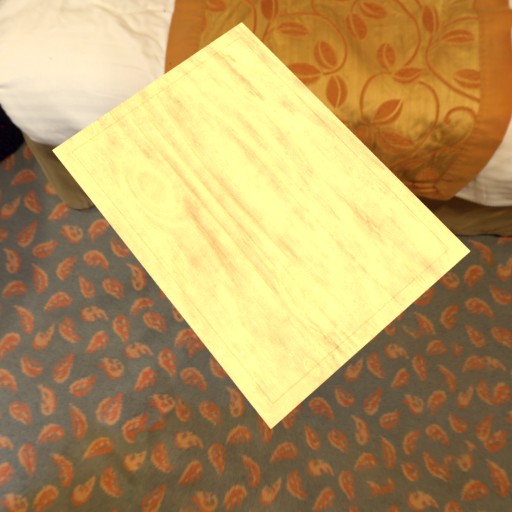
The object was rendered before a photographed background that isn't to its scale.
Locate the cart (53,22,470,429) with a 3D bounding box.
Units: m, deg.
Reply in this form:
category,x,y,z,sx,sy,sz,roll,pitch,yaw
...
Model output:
category,x,y,z,sx,sy,sz,roll,pitch,yaw
cart,0.000,0.000,1.436,0.567,0.920,0.797,-39,78,-10
